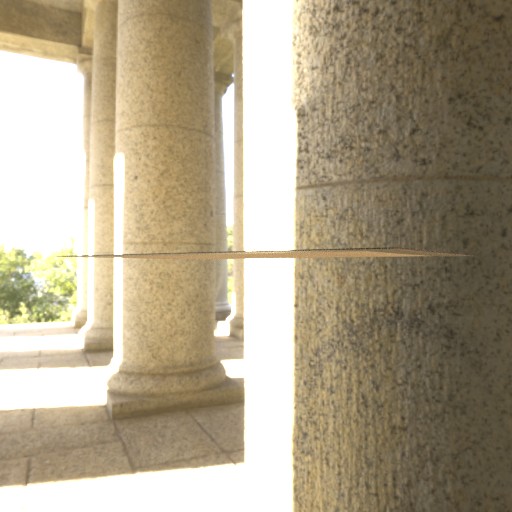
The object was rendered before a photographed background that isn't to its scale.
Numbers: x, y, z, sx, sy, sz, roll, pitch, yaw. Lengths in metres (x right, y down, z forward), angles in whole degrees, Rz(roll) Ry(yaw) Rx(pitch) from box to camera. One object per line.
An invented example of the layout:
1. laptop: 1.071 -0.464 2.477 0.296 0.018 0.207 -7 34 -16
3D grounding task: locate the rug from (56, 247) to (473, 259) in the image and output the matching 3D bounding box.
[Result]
1. rug: 0.000 0.000 3.017 2.435 0.006 1.521 -1 -2 36
